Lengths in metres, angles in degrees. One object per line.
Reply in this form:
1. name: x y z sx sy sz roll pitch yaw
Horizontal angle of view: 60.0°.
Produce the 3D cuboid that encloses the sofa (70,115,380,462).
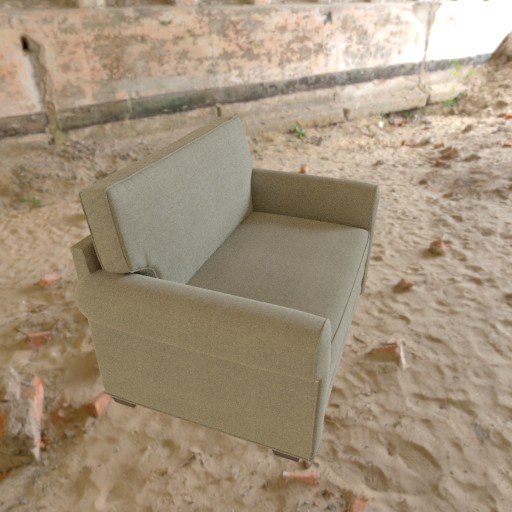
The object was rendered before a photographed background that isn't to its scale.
1. sofa: 0.000 0.000 2.041 0.936 0.991 1.405 11 32 18
